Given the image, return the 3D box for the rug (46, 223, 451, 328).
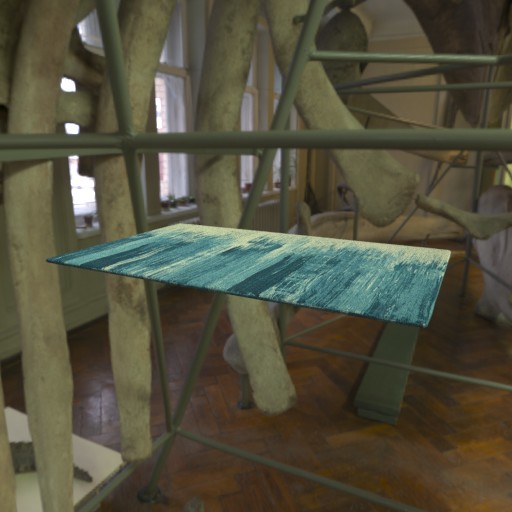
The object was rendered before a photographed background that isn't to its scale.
[{"bbox_3d":[0.000,0.000,3.123,2.450,0.027,1.540,7,16,26],"label":"rug"}]
